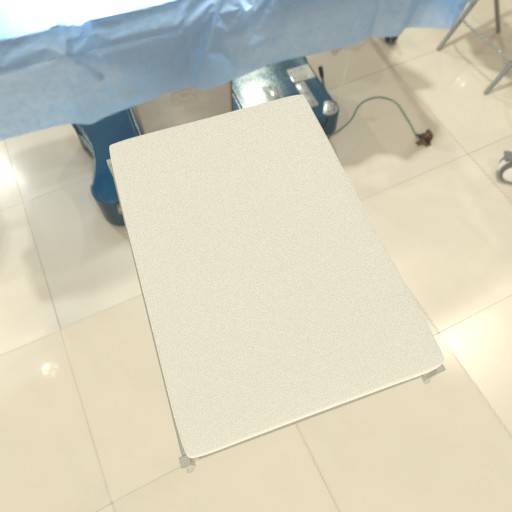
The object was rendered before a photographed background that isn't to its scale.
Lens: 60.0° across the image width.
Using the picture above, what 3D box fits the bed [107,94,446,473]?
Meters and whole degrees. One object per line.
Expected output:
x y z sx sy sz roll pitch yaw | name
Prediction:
0.000 0.000 2.674 1.460 0.510 1.985 -17 64 -8 | bed
